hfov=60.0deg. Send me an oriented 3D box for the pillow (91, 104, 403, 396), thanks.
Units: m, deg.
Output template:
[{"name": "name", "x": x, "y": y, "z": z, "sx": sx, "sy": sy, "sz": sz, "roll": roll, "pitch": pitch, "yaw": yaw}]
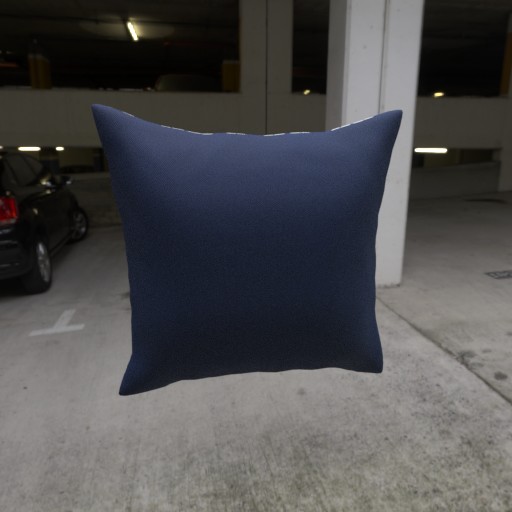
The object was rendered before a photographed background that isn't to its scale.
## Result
[{"name": "pillow", "x": 0.000, "y": 0.000, "z": 0.769, "sx": 0.504, "sy": 0.494, "sz": 0.188, "roll": -2, "pitch": 14, "yaw": -9}]
